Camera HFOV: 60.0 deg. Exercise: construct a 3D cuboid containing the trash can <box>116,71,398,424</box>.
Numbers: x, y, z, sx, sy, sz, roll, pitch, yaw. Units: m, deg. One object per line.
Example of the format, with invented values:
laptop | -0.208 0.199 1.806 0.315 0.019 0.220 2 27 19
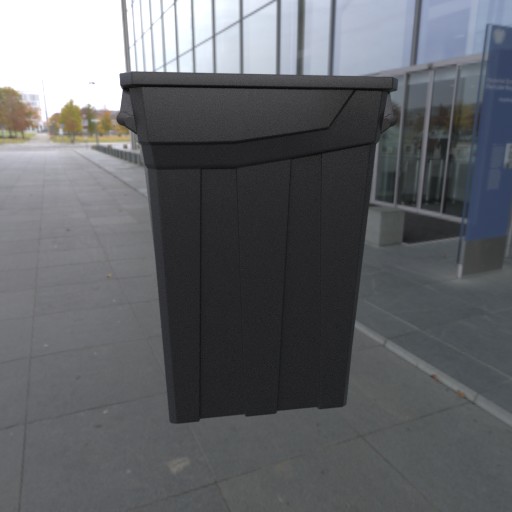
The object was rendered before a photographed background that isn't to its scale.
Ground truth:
trash can | 0.000 0.000 1.040 0.559 0.762 0.281 -3 16 -9
